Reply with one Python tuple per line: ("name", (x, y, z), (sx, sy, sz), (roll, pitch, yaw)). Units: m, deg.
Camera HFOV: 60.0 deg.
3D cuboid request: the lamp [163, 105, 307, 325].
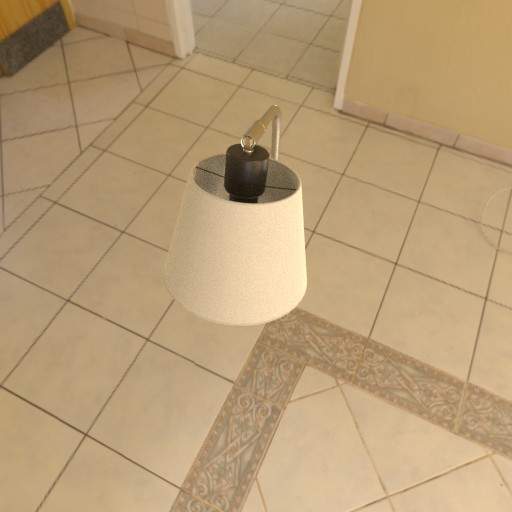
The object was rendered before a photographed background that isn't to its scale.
("lamp", (0.000, 0.000, 0.690), (0.181, 0.539, 0.348), (14, 59, 9))
